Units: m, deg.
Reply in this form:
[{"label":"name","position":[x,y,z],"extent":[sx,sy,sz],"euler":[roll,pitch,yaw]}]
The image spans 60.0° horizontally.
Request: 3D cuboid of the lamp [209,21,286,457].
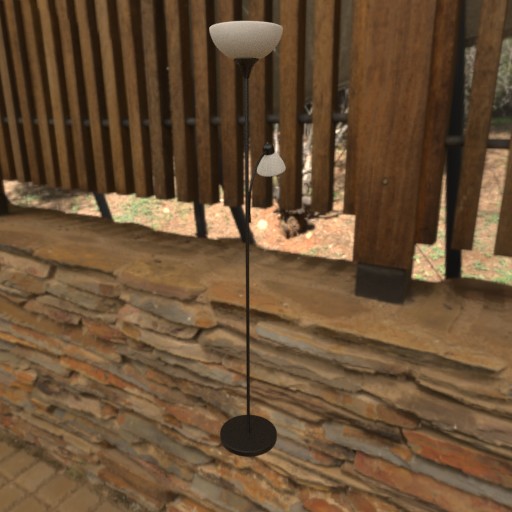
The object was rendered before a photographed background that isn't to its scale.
[{"label":"lamp","position":[0.000,0.000,1.977],"extent":[0.279,1.804,0.442],"euler":[8,19,24]}]
